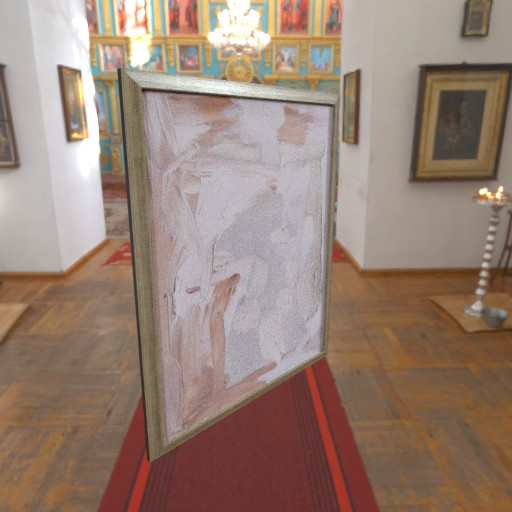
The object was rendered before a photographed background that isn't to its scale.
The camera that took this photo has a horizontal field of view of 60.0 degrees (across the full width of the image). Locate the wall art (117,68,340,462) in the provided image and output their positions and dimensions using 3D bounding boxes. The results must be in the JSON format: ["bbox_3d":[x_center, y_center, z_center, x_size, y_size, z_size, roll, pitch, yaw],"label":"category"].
[{"bbox_3d":[0.000,0.000,0.907,0.018,0.660,0.559,14,21,41],"label":"wall art"}]
